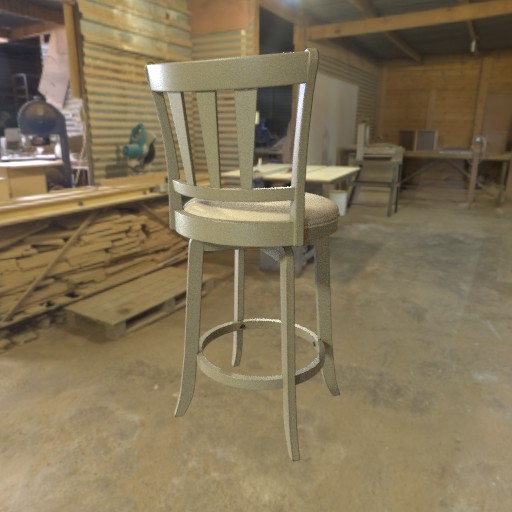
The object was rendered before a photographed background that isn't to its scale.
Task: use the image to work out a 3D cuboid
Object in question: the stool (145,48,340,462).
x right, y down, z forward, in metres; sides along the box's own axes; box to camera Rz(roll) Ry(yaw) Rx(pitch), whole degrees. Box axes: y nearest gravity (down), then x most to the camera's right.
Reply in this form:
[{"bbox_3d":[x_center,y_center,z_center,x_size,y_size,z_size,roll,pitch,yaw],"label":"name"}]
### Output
[{"bbox_3d":[0.000,0.000,1.243,0.450,0.994,0.486,9,18,27],"label":"stool"}]
